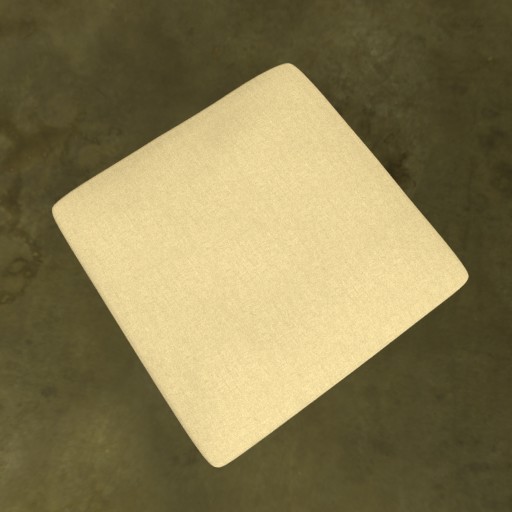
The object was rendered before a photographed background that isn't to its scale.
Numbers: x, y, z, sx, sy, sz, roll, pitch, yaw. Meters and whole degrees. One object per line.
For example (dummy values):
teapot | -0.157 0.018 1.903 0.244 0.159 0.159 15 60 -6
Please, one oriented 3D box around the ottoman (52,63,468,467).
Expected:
ottoman | 0.000 0.000 1.344 0.843 0.436 0.840 -34 78 -8
